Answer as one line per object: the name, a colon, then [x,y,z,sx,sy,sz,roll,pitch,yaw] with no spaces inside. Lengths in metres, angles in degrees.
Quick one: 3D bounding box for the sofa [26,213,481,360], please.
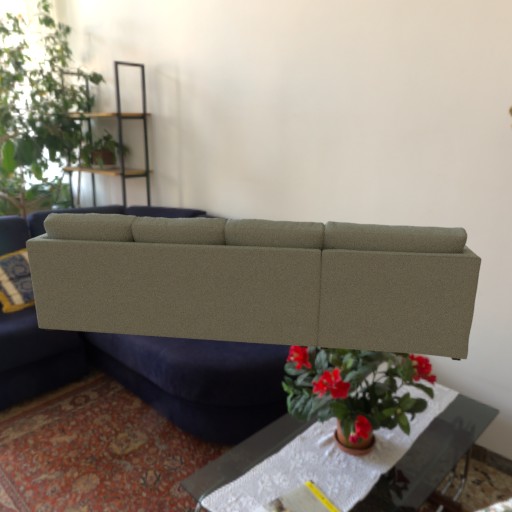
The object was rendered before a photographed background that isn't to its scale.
sofa: [0.000,0.000,3.883,3.205,0.922,1.650,2,16,8]
